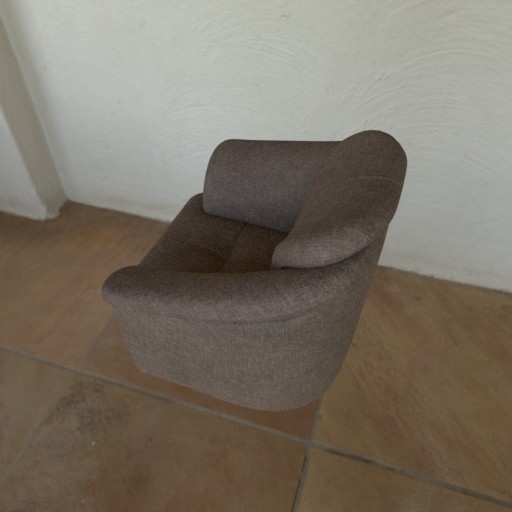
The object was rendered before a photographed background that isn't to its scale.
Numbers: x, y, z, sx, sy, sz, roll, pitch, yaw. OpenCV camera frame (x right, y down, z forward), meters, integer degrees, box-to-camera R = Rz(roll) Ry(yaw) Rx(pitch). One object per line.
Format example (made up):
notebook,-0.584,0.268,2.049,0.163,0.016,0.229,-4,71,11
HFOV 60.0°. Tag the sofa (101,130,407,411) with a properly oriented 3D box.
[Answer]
sofa,0.000,0.000,1.490,0.794,0.811,0.870,15,47,15
